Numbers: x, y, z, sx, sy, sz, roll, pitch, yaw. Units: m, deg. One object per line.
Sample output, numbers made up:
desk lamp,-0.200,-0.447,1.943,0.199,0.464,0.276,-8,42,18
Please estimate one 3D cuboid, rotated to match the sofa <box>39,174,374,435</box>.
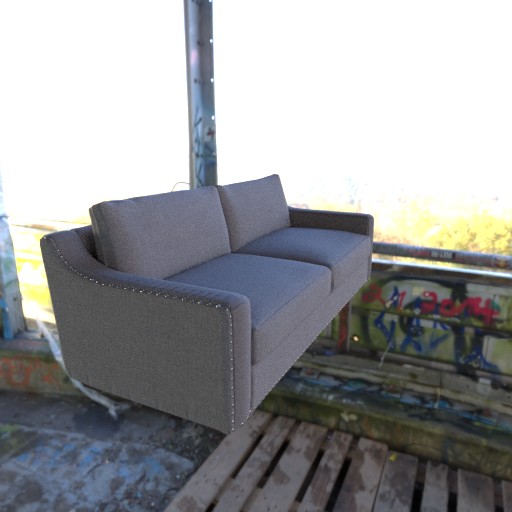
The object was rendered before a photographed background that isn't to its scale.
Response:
sofa,0.000,0.000,2.716,1.000,0.857,2.208,7,17,26
